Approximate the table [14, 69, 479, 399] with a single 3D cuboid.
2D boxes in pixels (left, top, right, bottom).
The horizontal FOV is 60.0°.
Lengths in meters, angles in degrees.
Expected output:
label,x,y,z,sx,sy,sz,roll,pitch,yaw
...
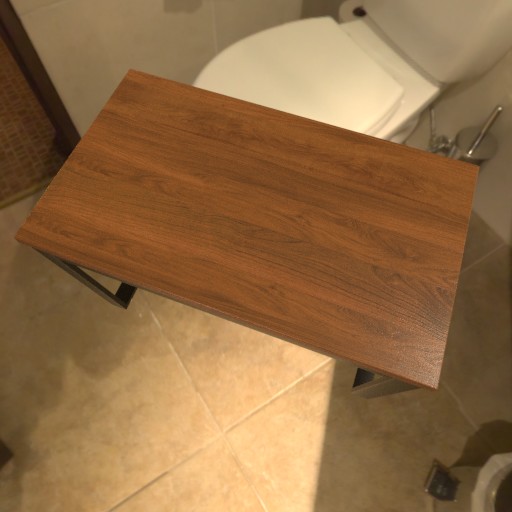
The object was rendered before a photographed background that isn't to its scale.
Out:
label,x,y,z,sx,sy,sz,roll,pitch,yaw
table,0.000,0.000,1.653,1.205,0.760,0.714,18,66,9
